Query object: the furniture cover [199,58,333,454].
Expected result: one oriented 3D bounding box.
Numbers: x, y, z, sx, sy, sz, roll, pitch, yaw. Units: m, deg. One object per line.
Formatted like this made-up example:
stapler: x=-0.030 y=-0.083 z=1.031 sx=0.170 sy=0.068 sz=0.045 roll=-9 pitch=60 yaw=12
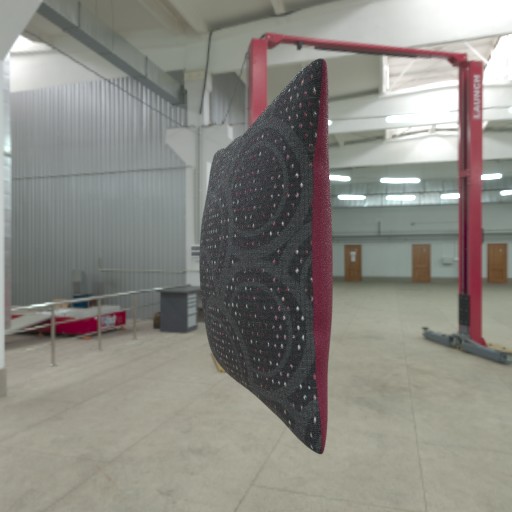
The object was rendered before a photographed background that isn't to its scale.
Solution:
furniture cover: x=0.000 y=0.000 z=0.824 sx=0.193 sy=0.509 sz=0.552 roll=0 pitch=0 yaw=-18
